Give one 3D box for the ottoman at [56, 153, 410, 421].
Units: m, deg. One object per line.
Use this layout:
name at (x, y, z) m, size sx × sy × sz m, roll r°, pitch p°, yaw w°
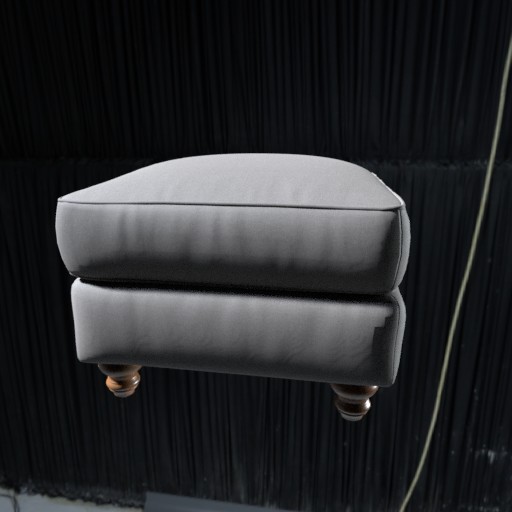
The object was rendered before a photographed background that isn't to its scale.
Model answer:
ottoman at (0.000, 0.000, 1.129) m, size 0.662 × 0.505 × 0.721 m, roll 3°, pitch 15°, yaw 9°
